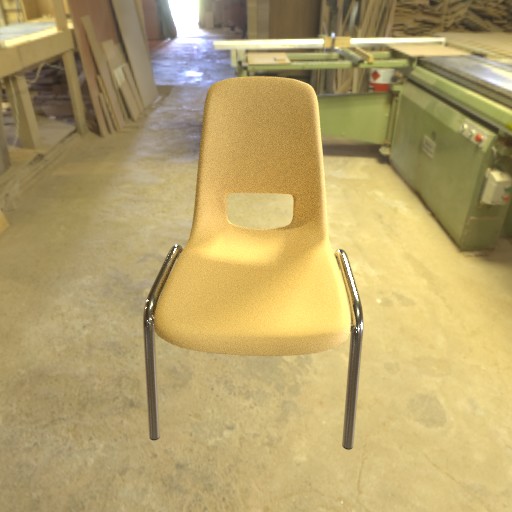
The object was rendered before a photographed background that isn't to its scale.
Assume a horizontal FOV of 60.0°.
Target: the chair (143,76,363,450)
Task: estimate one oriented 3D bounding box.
[{"bbox_3d":[0.000,0.000,0.786,0.354,0.536,0.385,2,32,3],"label":"chair"}]
